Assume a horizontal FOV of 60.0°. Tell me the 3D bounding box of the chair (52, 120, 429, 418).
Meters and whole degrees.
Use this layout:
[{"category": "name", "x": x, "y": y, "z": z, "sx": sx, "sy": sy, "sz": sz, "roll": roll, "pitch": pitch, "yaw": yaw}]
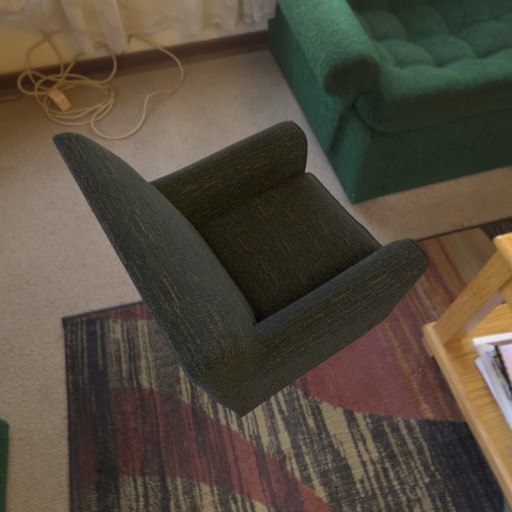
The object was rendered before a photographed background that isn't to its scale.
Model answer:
[{"category": "chair", "x": 0.000, "y": 0.000, "z": 1.604, "sx": 0.873, "sy": 0.928, "sz": 0.864, "roll": -28, "pitch": 62, "yaw": -17}]
